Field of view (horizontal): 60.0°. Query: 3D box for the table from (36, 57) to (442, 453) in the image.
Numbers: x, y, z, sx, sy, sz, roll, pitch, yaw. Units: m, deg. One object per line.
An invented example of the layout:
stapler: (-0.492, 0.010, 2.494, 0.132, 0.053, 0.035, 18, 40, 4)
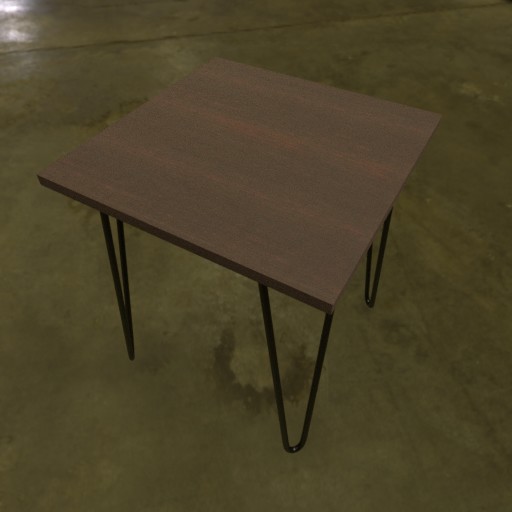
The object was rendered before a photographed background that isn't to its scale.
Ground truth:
table: (0.000, 0.000, 0.947, 0.495, 0.559, 0.495, 23, 51, 20)
